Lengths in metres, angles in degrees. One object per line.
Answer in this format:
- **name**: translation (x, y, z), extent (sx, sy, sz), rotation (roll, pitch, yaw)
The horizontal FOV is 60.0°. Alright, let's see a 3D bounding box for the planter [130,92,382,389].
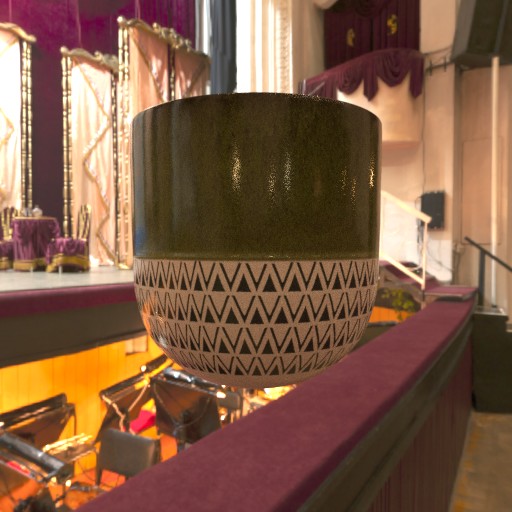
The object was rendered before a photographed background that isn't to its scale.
- **planter**: translation (0.000, 0.000, 0.489), extent (0.266, 0.270, 0.266), rotation (0, 2, 0)
